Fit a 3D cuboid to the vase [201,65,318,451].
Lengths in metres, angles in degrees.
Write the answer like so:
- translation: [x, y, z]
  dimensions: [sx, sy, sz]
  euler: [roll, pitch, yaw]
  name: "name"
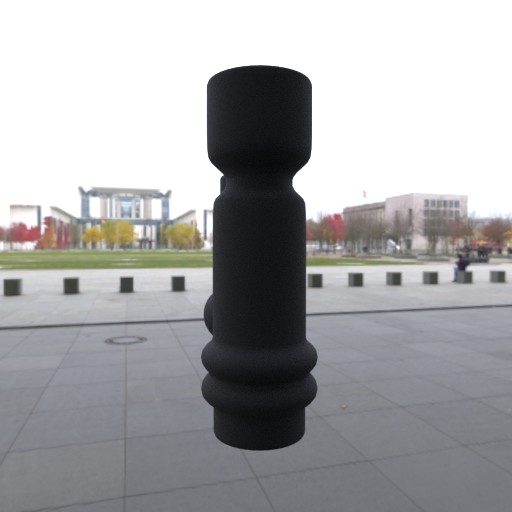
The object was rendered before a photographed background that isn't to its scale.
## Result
- translation: [0.000, 0.000, 0.430]
  dimensions: [0.120, 0.249, 0.307]
  euler: [0, 1, -1]
  name: "vase"
